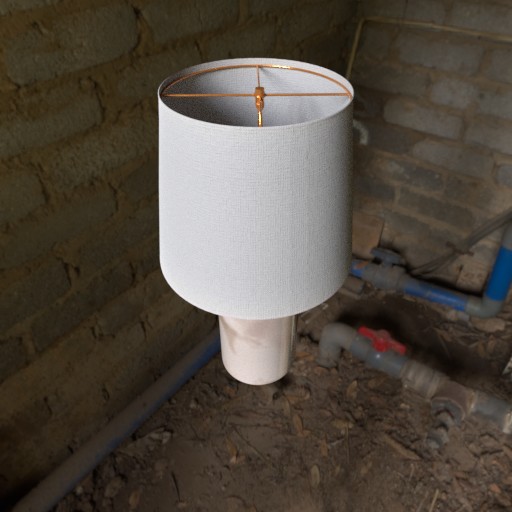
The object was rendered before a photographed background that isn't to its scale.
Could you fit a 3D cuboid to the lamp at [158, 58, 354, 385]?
[{"bbox_3d":[0.000,0.000,0.450,0.189,0.340,0.189,0,40,0],"label":"lamp"}]
